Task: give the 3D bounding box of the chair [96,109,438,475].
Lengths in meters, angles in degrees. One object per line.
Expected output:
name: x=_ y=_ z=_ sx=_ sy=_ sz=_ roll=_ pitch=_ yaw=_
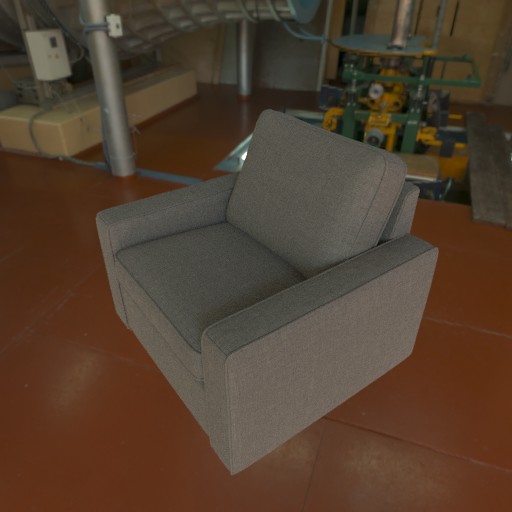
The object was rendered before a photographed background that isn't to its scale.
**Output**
chair: x=0.000 y=0.000 z=1.754 sx=0.940 sy=0.919 sz=1.017 roll=-22 pitch=39 yaw=-29
